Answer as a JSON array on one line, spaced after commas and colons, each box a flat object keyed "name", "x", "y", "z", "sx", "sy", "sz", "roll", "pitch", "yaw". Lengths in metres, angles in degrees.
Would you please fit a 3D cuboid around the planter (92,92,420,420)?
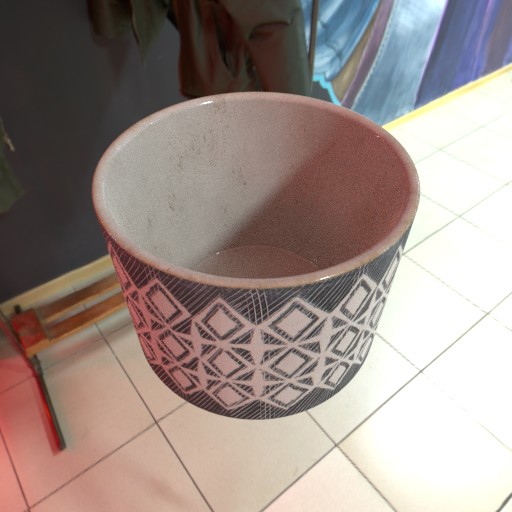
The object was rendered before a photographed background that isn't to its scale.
[{"name": "planter", "x": 0.000, "y": 0.000, "z": 0.213, "sx": 0.126, "sy": 0.104, "sz": 0.126, "roll": 0, "pitch": 46, "yaw": 0}]
